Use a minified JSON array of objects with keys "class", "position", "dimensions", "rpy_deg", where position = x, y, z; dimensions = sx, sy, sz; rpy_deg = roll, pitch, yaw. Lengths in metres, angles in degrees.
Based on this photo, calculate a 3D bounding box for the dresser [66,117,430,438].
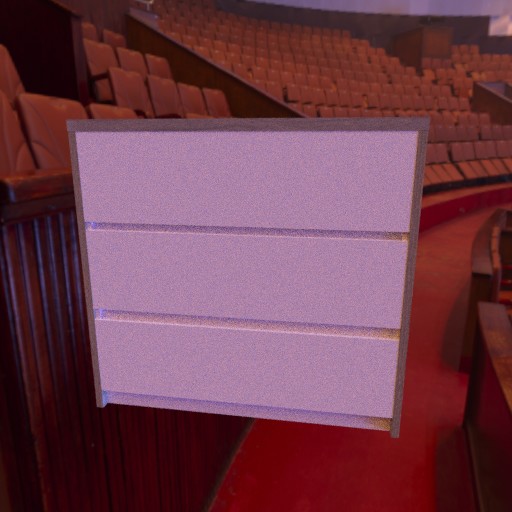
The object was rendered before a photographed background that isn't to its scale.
[{"class":"dresser","position":[0.000,0.000,1.319],"dimensions":[0.809,0.762,0.529],"rpy_deg":[2,15,9]}]
